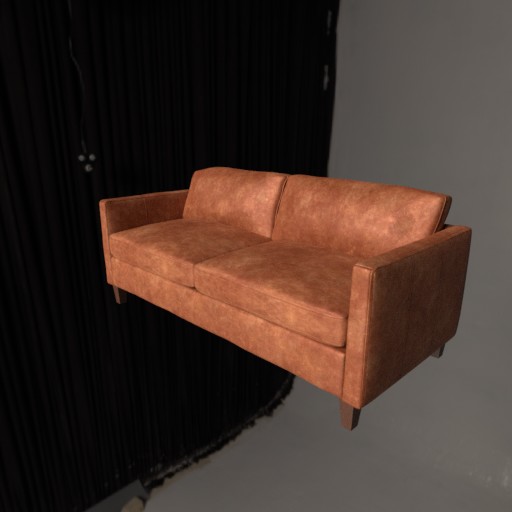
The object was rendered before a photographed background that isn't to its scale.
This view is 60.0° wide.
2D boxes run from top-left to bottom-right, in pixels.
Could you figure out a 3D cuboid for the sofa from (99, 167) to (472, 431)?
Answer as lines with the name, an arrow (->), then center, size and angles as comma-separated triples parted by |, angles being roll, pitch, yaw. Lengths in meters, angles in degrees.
sofa -> 0.000, 0.000, 2.475 | 0.923, 0.863, 1.971 | -16, 23, -43
